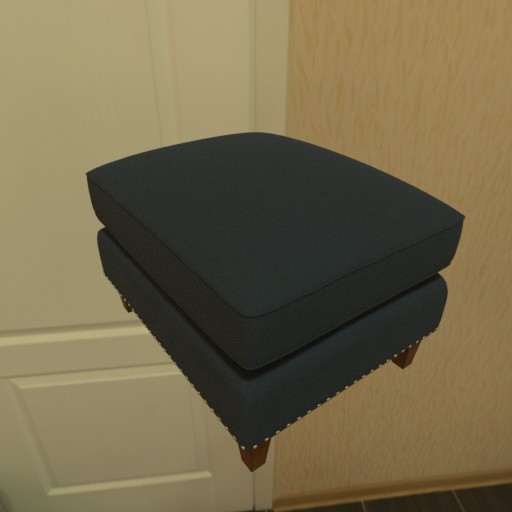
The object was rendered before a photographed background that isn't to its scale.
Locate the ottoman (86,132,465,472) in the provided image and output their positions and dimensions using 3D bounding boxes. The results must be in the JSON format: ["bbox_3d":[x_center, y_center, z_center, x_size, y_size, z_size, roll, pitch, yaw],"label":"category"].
[{"bbox_3d":[0.000,0.000,1.123,0.584,0.513,0.741,-21,37,-30],"label":"ottoman"}]
